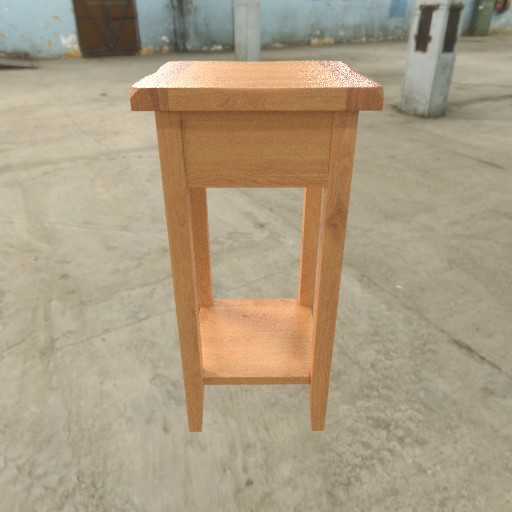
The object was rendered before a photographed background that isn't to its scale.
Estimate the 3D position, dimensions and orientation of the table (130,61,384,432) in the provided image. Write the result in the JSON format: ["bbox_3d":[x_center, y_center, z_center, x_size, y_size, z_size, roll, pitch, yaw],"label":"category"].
[{"bbox_3d":[0.000,0.000,0.956,0.360,0.740,0.360,0,29,0],"label":"table"}]
